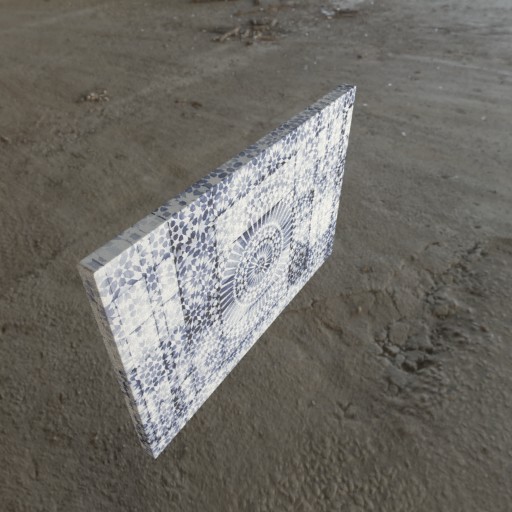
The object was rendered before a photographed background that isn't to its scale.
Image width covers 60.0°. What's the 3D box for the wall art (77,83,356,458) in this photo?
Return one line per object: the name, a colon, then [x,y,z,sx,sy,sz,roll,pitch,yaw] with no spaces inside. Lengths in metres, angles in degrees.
wall art: [0.000,0.000,0.764,0.030,0.406,0.608,24,47,25]
